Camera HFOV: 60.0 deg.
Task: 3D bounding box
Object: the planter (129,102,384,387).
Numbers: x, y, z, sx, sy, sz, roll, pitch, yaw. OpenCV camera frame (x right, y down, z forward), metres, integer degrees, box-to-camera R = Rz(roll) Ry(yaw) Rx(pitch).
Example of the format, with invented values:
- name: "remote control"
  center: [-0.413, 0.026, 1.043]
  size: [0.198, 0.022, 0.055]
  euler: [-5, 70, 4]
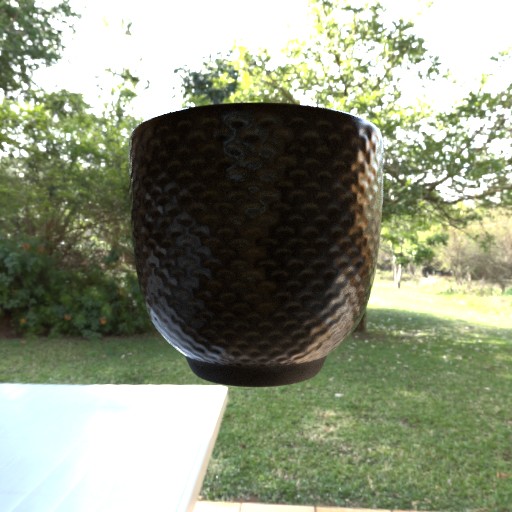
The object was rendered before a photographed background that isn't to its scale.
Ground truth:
- name: "planter"
  center: [0.000, 0.000, 0.312]
  size: [0.172, 0.160, 0.172]
  euler: [0, 0, 0]
